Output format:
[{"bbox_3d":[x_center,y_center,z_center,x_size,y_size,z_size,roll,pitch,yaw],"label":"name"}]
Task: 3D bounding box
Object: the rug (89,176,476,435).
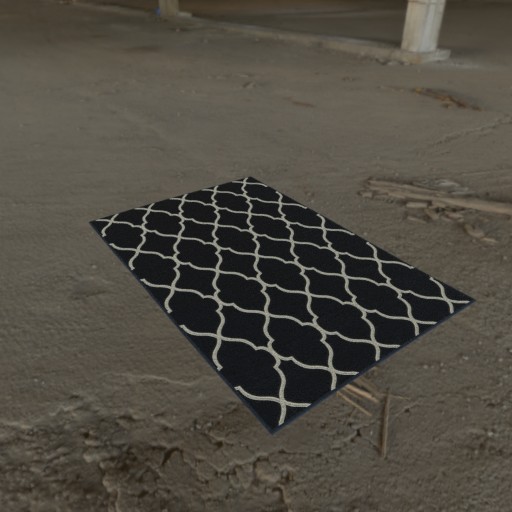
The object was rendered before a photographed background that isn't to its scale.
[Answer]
[{"bbox_3d":[0.000,0.000,2.988,1.526,0.014,2.290,-22,39,-30],"label":"rug"}]
